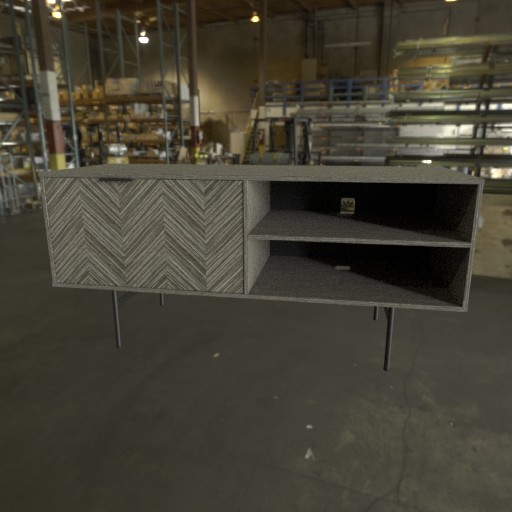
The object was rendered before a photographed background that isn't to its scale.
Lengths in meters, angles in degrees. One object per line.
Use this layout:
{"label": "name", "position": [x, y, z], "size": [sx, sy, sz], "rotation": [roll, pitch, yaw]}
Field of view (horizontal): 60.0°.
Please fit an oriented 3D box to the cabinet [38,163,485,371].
{"label": "cabinet", "position": [0.000, 0.000, 1.566], "size": [1.300, 0.599, 0.500], "rotation": [3, 15, 10]}
